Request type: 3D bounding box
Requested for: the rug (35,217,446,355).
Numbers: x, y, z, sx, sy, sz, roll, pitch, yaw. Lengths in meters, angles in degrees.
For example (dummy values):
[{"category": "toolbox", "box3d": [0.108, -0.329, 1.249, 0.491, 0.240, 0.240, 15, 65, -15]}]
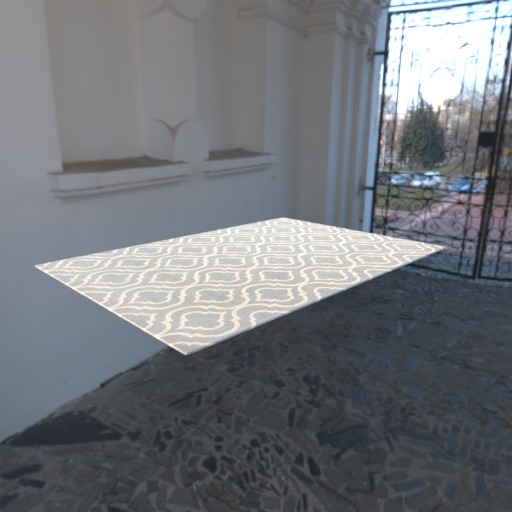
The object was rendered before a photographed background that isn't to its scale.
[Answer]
[{"category": "rug", "box3d": [0.000, 0.000, 2.705, 2.080, 0.010, 1.451, -15, 21, -42]}]
